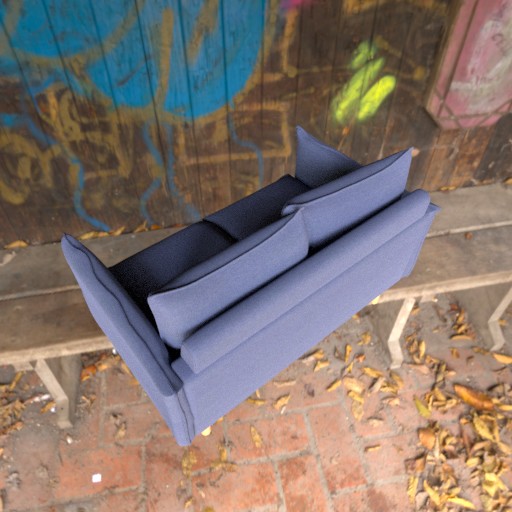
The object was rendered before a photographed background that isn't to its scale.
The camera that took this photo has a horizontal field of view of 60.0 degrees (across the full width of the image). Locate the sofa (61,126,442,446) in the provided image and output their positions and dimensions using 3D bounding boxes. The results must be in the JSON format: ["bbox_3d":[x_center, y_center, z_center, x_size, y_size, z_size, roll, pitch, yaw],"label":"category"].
[{"bbox_3d":[0.000,0.000,1.854,1.300,0.840,0.820,-31,54,-26],"label":"sofa"}]
